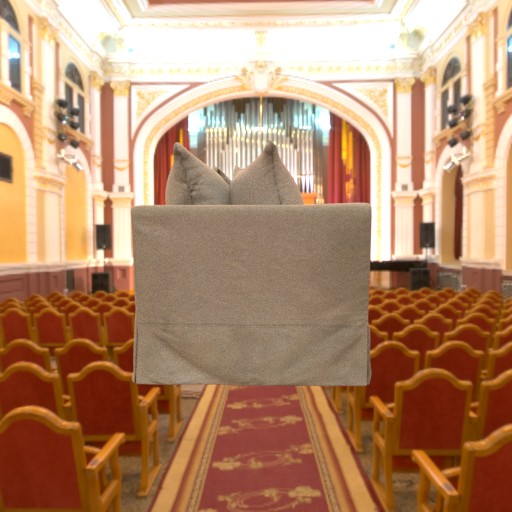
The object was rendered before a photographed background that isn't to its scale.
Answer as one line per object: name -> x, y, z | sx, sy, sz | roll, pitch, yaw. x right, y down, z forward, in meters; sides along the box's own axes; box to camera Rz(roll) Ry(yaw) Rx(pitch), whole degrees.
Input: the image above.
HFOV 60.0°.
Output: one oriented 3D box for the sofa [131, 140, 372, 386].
sofa -> 0.000, 0.000, 2.906 | 1.031, 1.034, 2.290 | 0, 1, 1
